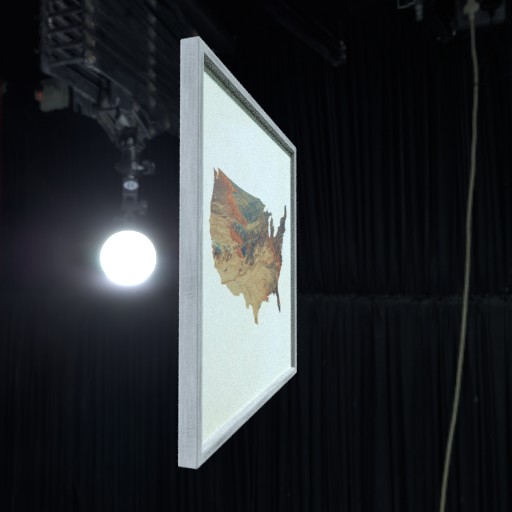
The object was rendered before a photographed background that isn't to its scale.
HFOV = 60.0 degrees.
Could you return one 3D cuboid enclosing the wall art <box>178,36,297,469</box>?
[{"bbox_3d":[0.000,0.000,0.455,0.015,0.303,0.303,-1,-2,18],"label":"wall art"}]
